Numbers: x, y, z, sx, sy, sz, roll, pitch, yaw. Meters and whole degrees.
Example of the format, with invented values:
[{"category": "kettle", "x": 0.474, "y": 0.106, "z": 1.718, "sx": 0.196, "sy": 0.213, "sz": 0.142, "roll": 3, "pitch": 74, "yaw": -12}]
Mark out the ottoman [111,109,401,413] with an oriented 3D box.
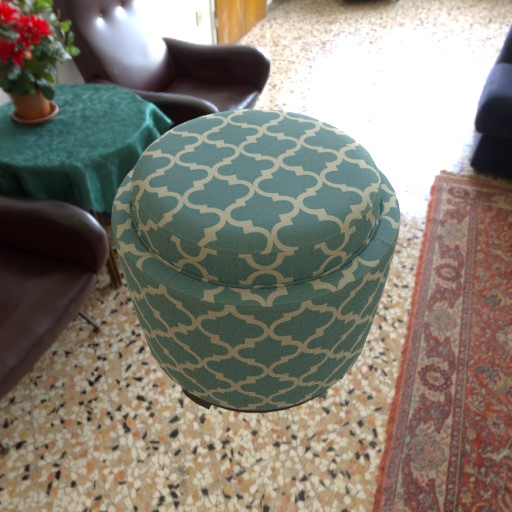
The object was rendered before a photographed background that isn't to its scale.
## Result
[{"category": "ottoman", "x": 0.000, "y": 0.000, "z": 0.840, "sx": 0.480, "sy": 0.429, "sz": 0.480, "roll": 0, "pitch": 46, "yaw": 0}]
